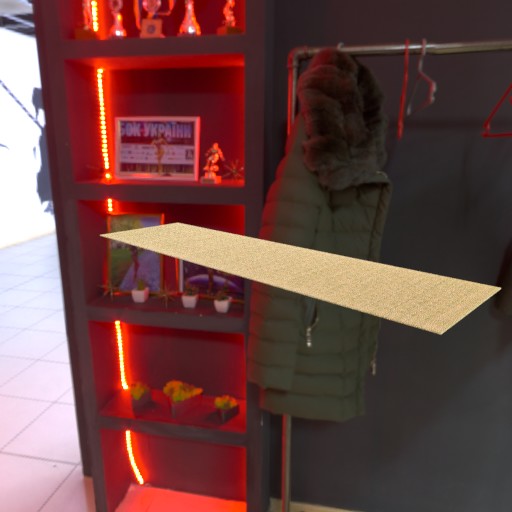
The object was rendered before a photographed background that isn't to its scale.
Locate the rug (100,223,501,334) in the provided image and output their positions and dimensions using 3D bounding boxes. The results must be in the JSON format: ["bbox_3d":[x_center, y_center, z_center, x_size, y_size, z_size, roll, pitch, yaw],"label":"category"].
[{"bbox_3d":[0.000,0.000,2.598,2.437,0.006,0.686,13,20,42],"label":"rug"}]
